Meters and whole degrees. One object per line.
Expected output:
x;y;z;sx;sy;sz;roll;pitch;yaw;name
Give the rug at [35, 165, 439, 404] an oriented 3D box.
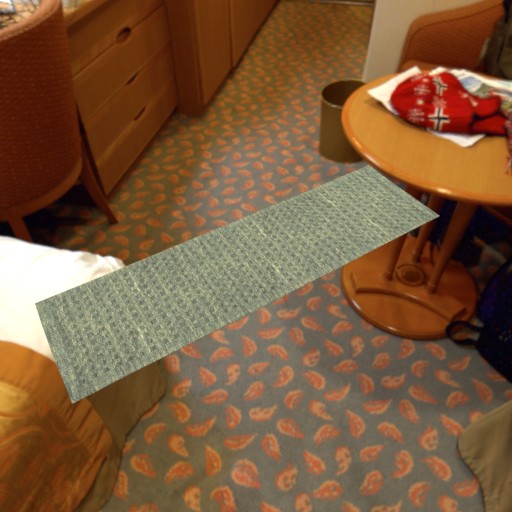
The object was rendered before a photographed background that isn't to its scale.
0.000;0.000;2.681;2.443;0.008;0.688;-25;51;-22;rug
